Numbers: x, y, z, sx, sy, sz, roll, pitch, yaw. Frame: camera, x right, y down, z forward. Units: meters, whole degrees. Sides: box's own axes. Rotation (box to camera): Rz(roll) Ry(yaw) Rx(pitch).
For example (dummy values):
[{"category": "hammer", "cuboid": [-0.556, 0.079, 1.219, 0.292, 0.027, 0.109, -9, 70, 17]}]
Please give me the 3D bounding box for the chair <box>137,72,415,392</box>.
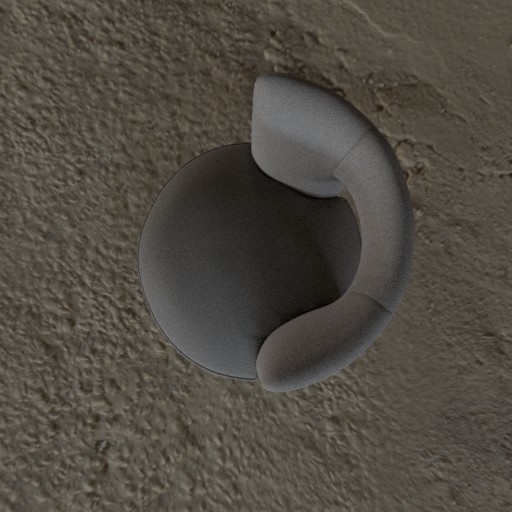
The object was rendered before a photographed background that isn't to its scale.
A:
[{"category": "chair", "cuboid": [0.000, 0.000, 1.251, 0.660, 0.719, 0.689, -1, 77, 0]}]
